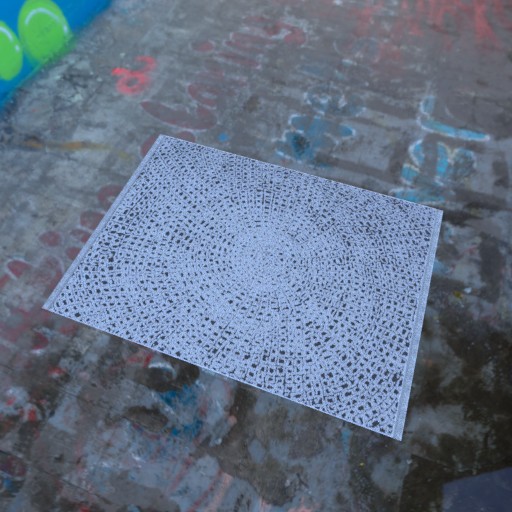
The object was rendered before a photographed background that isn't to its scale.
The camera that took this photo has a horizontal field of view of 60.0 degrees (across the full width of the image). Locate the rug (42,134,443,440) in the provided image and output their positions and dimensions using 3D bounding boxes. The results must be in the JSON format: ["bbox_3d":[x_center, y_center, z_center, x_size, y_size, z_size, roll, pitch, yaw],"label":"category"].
[{"bbox_3d":[0.000,0.000,2.157,1.634,0.003,1.190,17,60,10],"label":"rug"}]
